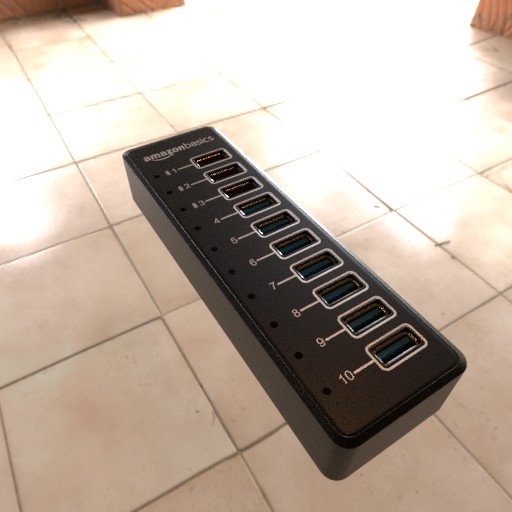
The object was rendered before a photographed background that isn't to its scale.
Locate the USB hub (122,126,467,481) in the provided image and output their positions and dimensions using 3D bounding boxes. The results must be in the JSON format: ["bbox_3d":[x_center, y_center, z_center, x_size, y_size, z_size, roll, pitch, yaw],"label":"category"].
[{"bbox_3d":[0.000,0.000,0.158,0.044,0.023,0.145,-24,51,-22],"label":"USB hub"}]
